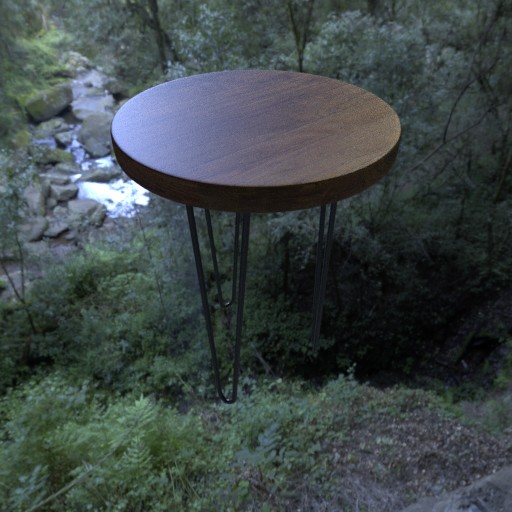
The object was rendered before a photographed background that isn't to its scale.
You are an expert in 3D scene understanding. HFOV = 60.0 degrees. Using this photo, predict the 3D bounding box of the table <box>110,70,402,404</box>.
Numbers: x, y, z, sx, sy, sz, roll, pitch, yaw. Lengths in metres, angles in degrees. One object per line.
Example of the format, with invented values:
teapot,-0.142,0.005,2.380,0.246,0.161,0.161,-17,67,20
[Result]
table,0.000,0.000,0.790,0.400,0.520,0.400,0,40,0
